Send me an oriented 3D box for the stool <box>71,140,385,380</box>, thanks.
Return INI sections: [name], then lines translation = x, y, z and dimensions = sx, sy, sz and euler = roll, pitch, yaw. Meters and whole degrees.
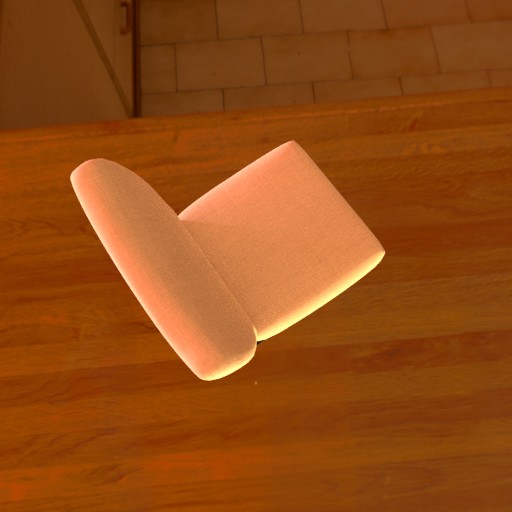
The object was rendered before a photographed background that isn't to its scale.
[stool]
translation = 0.000, 0.000, 1.320
dimensions = 0.603, 0.972, 0.514
euler = -34, 77, -9
